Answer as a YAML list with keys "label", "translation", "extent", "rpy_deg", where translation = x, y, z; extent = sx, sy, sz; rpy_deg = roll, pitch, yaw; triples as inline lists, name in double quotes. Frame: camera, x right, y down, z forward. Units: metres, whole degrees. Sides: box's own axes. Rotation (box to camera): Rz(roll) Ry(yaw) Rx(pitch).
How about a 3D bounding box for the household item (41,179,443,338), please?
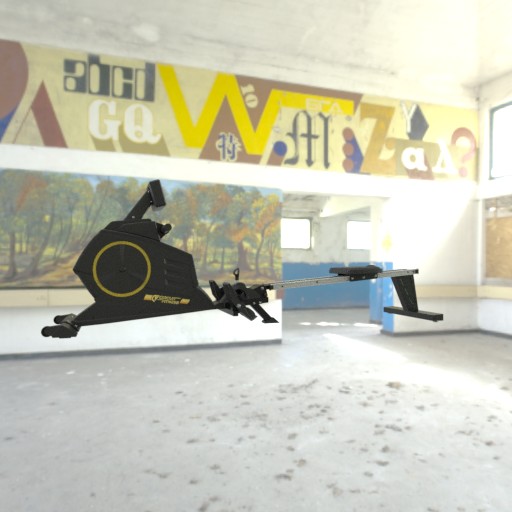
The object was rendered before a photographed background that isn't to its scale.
- label: "household item"
  translation: [0.000, 0.000, 2.632]
  extent: [2.251, 0.810, 0.521]
  rpy_deg: [0, -1, -18]
